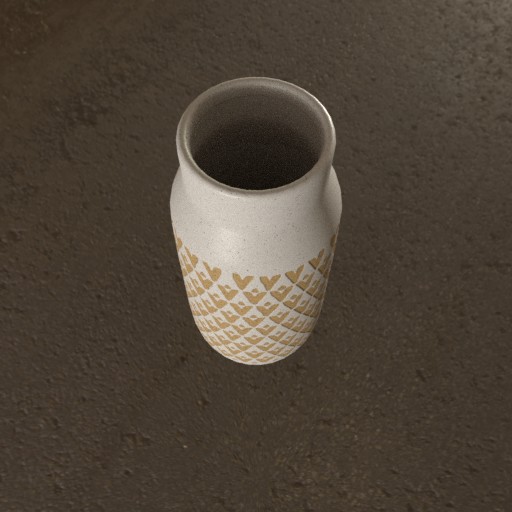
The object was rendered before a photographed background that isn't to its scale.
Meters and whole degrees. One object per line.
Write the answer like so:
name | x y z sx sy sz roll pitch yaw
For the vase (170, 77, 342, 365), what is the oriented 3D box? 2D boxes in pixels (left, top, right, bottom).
vase | 0.000 0.000 0.385 0.137 0.307 0.137 0 63 0
